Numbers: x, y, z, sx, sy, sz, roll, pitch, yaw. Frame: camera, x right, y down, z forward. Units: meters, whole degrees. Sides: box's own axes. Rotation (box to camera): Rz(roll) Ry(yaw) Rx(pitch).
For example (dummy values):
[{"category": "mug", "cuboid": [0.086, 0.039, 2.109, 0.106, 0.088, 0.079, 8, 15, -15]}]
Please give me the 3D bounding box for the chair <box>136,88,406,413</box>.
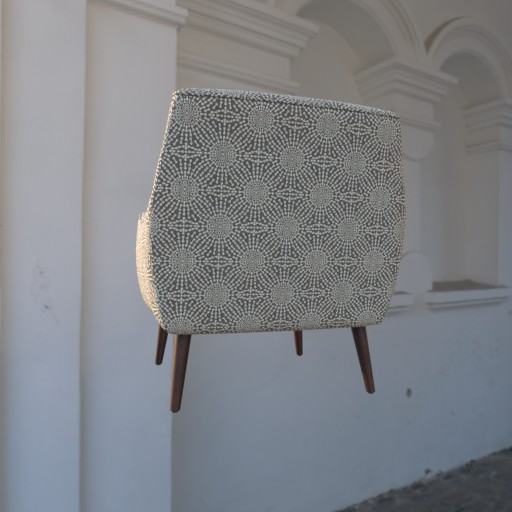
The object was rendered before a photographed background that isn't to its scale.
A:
[{"category": "chair", "cuboid": [0.000, 0.000, 1.492, 0.762, 0.838, 0.787, 0, -1, -17]}]
